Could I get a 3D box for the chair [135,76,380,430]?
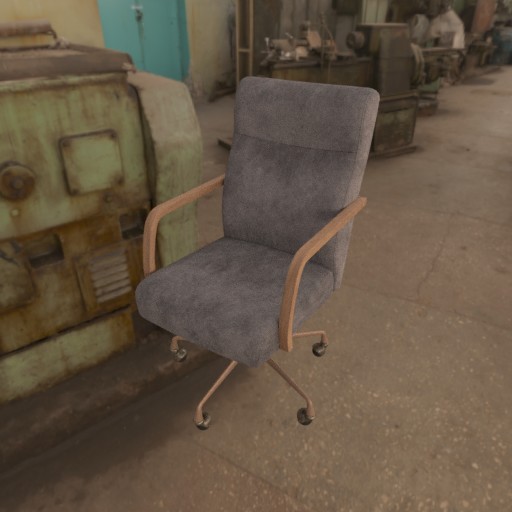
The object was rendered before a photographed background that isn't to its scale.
[{"bbox_3d":[0.000,0.000,1.493,0.640,1.029,0.741,18,35,28],"label":"chair"}]
